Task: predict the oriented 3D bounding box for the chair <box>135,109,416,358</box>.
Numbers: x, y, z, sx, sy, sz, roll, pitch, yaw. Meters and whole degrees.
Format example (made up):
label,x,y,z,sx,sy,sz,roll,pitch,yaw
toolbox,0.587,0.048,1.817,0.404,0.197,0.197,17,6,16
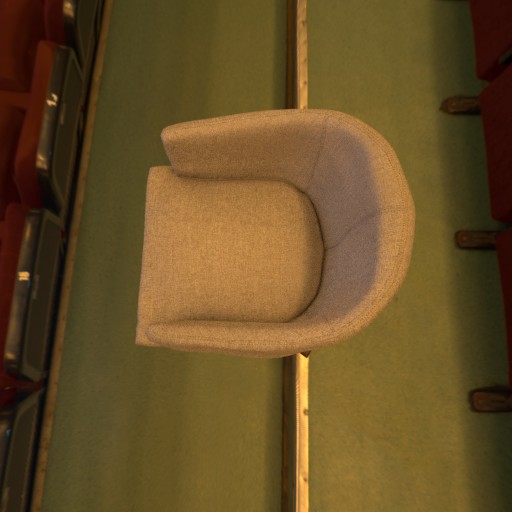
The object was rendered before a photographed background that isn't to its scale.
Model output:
label,x,y,z,sx,sy,sz,roll,pitch,yaw
chair,0.000,0.000,1.289,0.655,0.811,0.583,1,76,0
